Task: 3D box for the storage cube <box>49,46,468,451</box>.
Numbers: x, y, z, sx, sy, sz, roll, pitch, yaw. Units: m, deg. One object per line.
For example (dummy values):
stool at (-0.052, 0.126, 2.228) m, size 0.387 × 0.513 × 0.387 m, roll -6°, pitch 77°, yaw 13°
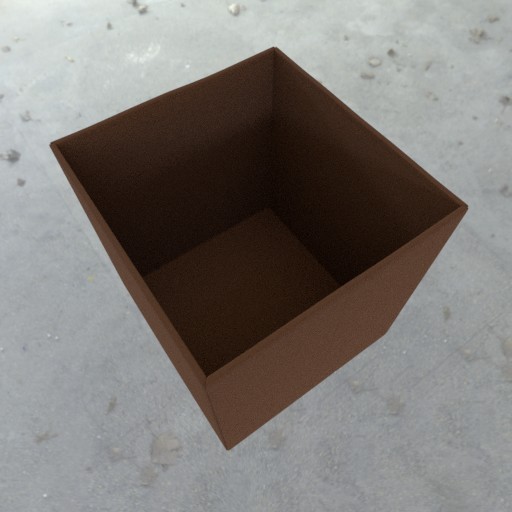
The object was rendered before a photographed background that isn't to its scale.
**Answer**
storage cube at (0.000, 0.000, 0.496) m, size 0.270 × 0.280 × 0.270 m, roll -31°, pitch 63°, yaw -18°
